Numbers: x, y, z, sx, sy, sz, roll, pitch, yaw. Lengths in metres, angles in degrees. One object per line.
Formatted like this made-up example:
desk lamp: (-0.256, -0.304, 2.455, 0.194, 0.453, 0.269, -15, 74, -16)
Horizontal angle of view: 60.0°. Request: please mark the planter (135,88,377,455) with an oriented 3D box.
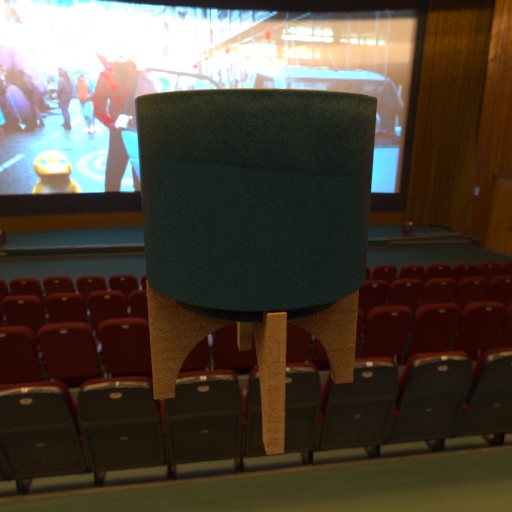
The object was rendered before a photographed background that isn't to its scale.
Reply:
planter: (0.000, 0.000, 0.396, 0.192, 0.263, 0.192, 0, 15, 0)
